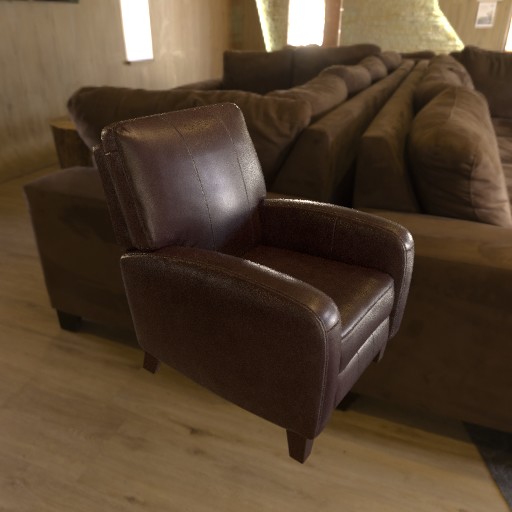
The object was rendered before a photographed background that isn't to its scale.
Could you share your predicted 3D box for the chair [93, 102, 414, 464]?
[{"bbox_3d":[0.000,0.000,1.672,0.990,0.990,0.762,19,32,32],"label":"chair"}]
